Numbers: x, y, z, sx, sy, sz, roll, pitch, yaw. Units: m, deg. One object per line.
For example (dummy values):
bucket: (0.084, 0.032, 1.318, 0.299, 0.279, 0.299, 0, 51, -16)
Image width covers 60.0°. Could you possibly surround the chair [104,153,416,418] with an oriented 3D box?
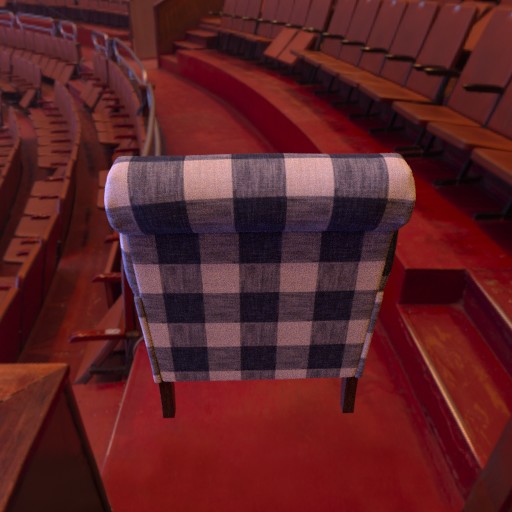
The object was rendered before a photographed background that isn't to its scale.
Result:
chair: (0.000, 0.000, 1.602, 0.781, 0.953, 0.848, -1, 31, -2)
